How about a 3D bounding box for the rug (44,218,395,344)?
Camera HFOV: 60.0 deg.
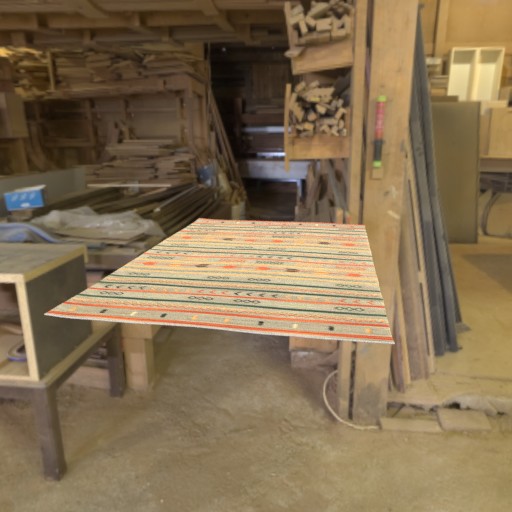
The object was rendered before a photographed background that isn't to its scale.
[{"bbox_3d":[0.000,0.000,2.354,1.220,0.017,1.835,3,16,10],"label":"rug"}]
